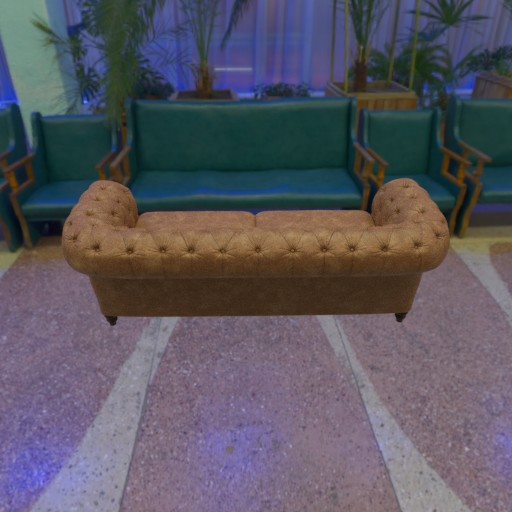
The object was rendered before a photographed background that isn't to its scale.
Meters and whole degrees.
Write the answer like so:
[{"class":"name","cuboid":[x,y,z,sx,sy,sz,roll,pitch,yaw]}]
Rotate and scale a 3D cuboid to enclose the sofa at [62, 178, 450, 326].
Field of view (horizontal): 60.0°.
[{"class":"sofa","cuboid":[0.000,0.000,2.894,2.365,0.760,0.989,-1,31,-1]}]
